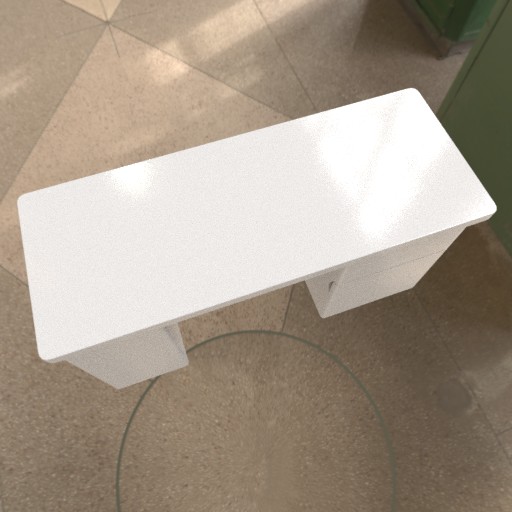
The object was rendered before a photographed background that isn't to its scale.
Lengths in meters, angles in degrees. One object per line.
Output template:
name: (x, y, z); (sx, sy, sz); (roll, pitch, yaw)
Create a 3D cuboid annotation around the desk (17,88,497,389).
desk: (0.000, 0.000, 1.719); (1.400, 0.762, 0.550); (-18, 66, -8)
